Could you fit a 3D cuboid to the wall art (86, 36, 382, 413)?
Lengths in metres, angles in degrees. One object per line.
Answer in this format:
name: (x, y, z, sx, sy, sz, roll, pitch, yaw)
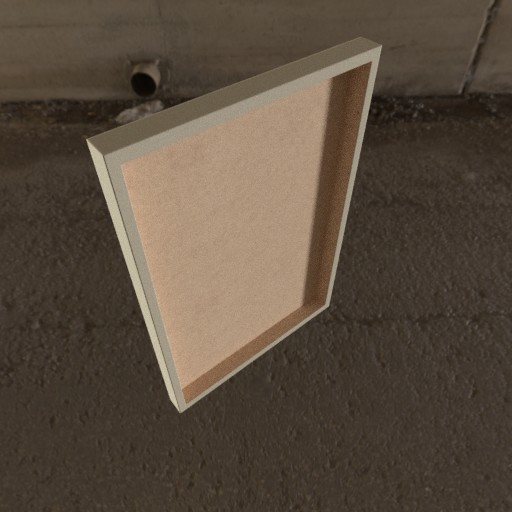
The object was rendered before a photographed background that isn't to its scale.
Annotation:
wall art: (0.000, 0.000, 0.758, 0.418, 0.608, 0.038, -31, 54, -25)
